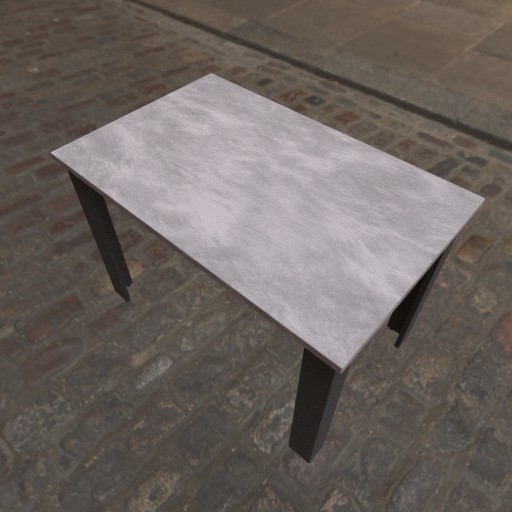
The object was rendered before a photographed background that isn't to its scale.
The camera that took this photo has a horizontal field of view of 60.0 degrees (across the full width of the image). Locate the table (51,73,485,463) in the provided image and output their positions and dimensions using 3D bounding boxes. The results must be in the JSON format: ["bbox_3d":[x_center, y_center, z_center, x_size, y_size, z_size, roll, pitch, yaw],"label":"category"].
[{"bbox_3d":[0.000,0.000,1.587,1.100,0.734,0.700,34,57,26],"label":"table"}]
